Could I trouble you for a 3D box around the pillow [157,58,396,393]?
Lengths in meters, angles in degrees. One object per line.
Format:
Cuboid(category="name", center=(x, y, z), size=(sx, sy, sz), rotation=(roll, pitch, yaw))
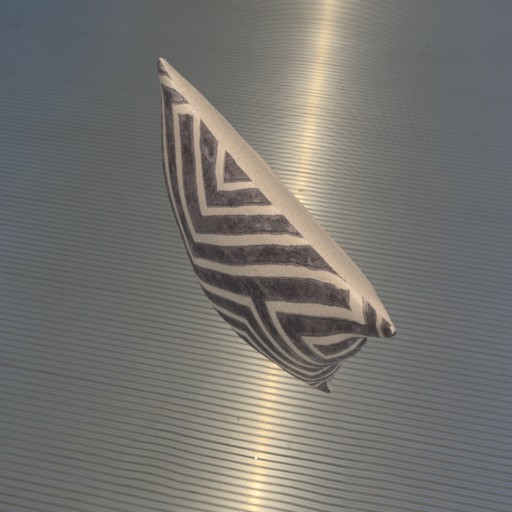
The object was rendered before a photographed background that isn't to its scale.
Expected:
Cuboid(category="pillow", center=(0.000, 0.000, 0.676), size=(0.182, 0.441, 0.440), rotation=(-33, 70, -14))
